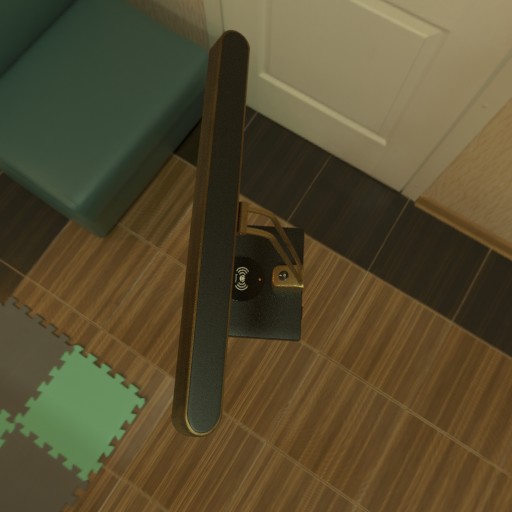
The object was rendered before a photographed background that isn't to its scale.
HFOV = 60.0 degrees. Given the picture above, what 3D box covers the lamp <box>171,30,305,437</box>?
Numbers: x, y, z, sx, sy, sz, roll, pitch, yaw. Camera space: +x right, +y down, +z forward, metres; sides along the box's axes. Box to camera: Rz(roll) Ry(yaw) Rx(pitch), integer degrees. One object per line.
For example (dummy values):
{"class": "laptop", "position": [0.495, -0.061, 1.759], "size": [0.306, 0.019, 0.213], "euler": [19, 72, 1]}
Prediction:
{"class": "lamp", "position": [0.000, 0.000, 0.579], "size": [0.156, 0.345, 0.412], "euler": [4, 75, 1]}
